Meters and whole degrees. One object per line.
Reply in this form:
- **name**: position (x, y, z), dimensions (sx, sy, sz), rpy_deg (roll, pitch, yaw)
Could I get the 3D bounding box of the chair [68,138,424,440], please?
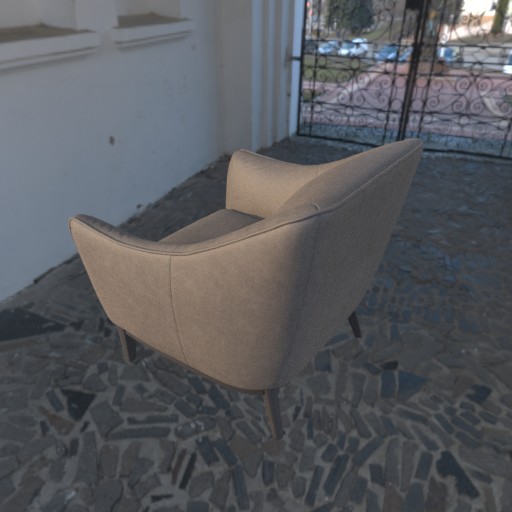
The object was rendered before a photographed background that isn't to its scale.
- **chair**: position (0.000, 0.000, 1.542), dimensions (0.852, 0.830, 0.871), rpy_deg (21, 36, 30)
